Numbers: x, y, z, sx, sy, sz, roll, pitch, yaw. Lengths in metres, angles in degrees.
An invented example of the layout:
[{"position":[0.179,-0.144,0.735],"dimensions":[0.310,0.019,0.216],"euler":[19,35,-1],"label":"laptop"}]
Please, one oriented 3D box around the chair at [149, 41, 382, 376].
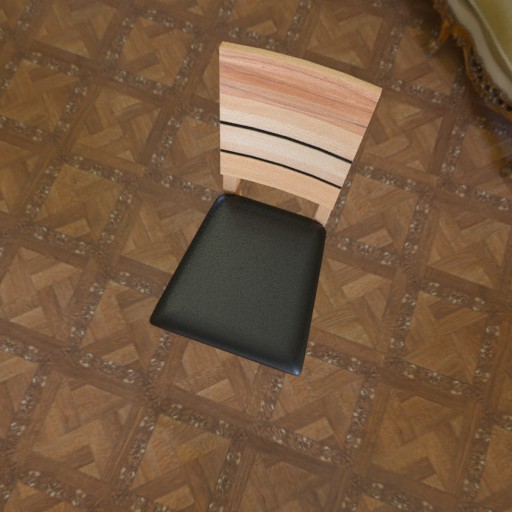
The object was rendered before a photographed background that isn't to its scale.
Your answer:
[{"position":[0.000,0.000,1.178],"dimensions":[0.410,0.940,0.520],"euler":[18,76,5],"label":"chair"}]
